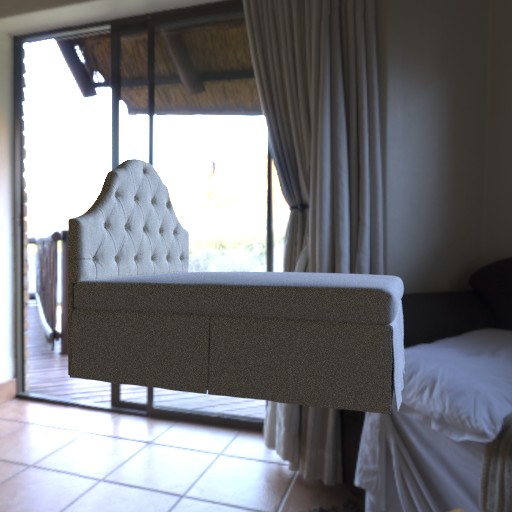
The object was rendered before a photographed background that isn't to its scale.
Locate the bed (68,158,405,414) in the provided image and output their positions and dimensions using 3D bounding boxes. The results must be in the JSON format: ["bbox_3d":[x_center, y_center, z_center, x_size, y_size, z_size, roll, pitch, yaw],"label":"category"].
[{"bbox_3d":[0.000,0.000,3.284,2.092,1.575,1.627,0,0,20],"label":"bed"}]
